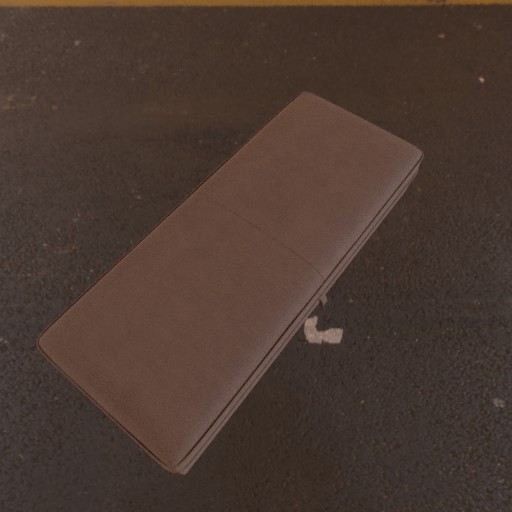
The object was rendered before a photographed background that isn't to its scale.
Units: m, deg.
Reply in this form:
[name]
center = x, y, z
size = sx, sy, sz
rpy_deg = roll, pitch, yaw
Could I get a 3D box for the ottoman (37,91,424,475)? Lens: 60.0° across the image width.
[ottoman]
center = 0.000, 0.000, 2.004
size = 0.751, 0.470, 1.764
rpy_deg = 34, 66, 18
